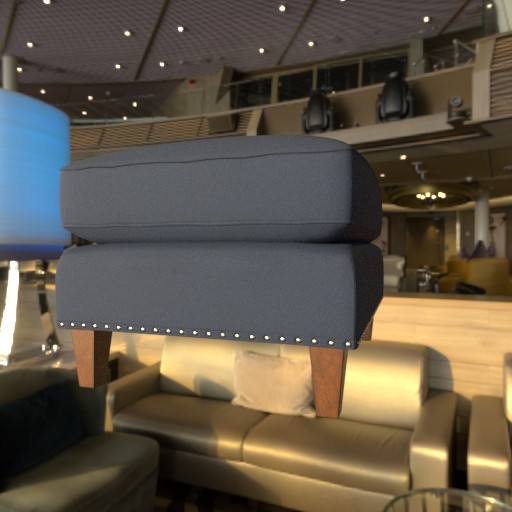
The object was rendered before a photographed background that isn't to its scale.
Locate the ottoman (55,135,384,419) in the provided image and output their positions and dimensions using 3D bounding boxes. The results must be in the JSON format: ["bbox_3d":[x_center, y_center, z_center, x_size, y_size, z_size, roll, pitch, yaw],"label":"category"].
[{"bbox_3d":[0.000,0.000,1.111,0.584,0.513,0.741,0,1,19],"label":"ottoman"}]
